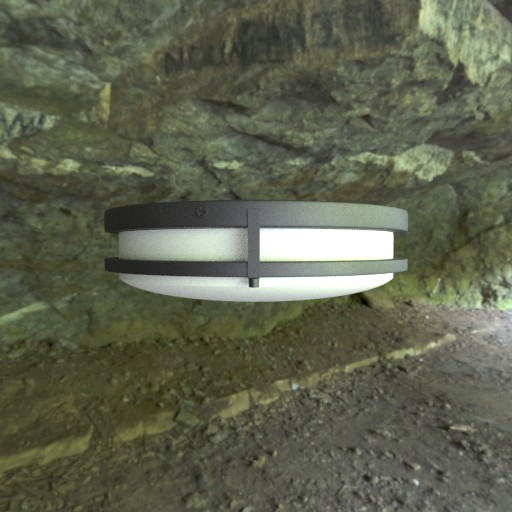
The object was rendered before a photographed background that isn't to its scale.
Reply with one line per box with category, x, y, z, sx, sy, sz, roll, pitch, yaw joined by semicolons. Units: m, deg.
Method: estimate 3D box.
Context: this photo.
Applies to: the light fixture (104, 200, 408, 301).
light fixture;0.000;0.000;0.547;0.356;0.102;0.356;0;1;0
